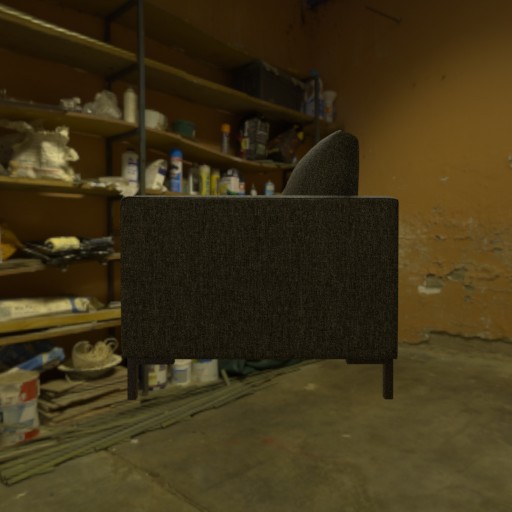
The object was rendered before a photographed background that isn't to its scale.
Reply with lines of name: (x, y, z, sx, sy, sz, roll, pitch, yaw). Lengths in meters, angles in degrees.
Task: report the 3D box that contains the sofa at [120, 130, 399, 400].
sofa: (0.000, 0.000, 2.176, 0.866, 0.862, 1.716, 0, 1, 0)
